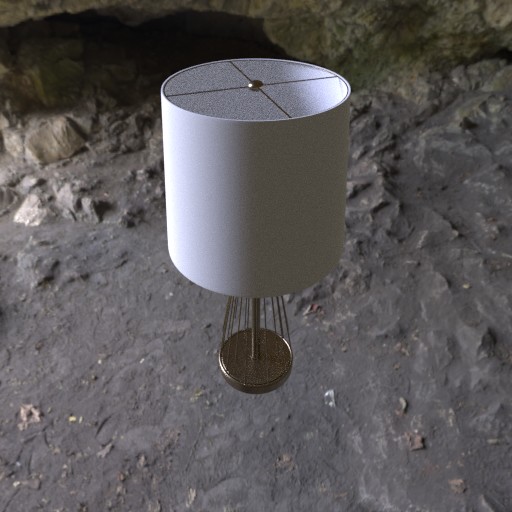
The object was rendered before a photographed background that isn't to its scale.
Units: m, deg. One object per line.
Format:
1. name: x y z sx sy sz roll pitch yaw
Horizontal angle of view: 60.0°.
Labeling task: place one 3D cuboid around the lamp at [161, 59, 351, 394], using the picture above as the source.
1. lamp: 0.000 0.000 0.802 0.303 0.618 0.303 0 39 0
